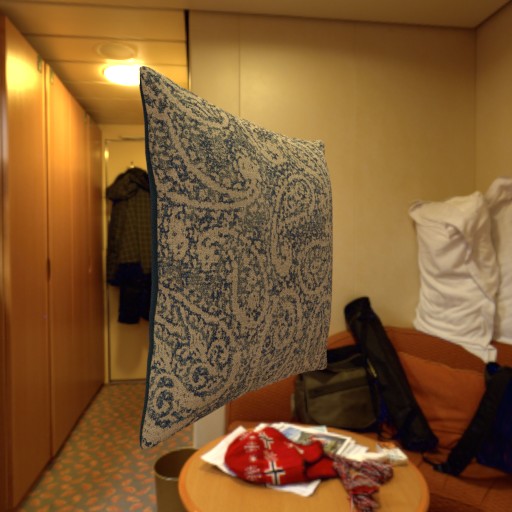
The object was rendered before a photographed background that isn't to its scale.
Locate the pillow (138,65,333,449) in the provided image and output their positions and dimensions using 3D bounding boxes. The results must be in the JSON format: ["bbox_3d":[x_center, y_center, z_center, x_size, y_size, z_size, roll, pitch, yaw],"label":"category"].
[{"bbox_3d":[0.000,0.000,0.787,0.166,0.510,0.523,1,1,36],"label":"pillow"}]
